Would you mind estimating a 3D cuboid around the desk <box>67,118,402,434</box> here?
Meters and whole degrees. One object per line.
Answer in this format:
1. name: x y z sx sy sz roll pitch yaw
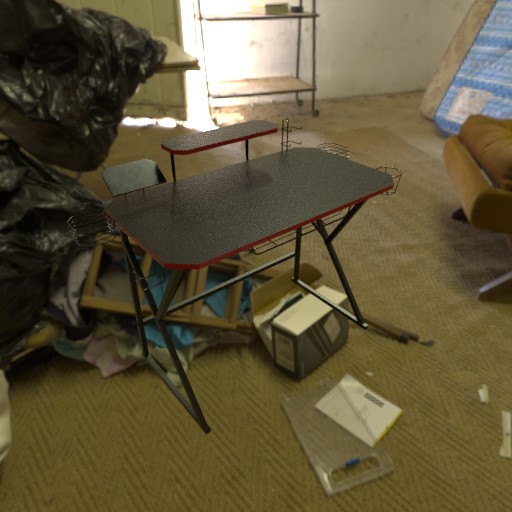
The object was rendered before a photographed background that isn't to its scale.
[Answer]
1. desk: 0.000 0.000 1.814 1.280 0.913 0.588 -23 39 -32
